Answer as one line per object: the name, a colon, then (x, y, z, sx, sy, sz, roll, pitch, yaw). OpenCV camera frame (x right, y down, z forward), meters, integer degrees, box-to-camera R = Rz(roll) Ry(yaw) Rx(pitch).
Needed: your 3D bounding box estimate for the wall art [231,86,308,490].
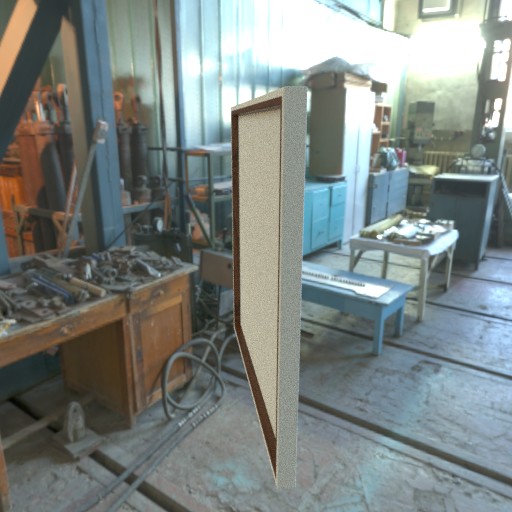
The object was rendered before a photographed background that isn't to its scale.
wall art: (0.000, 0.000, 1.140, 0.037, 0.757, 0.757, -3, 16, -9)
